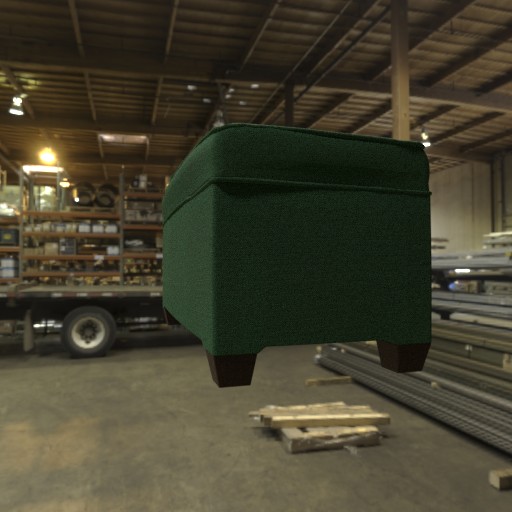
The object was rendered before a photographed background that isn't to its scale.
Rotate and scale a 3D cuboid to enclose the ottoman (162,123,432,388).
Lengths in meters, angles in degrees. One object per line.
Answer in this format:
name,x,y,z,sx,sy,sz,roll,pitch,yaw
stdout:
ottoman,0.000,0.000,1.243,0.483,0.471,0.957,0,-1,-17
